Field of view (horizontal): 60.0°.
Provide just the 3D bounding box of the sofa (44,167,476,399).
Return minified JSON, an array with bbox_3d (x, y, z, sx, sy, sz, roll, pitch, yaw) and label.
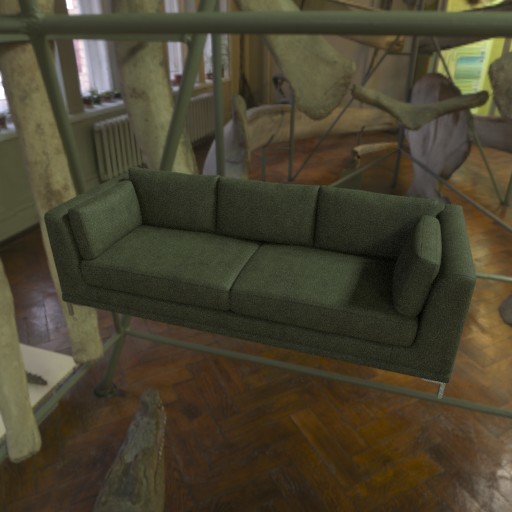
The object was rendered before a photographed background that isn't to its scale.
[{"bbox_3d":[0.000,0.000,2.865,2.415,0.867,0.969,9,29,16],"label":"sofa"}]
